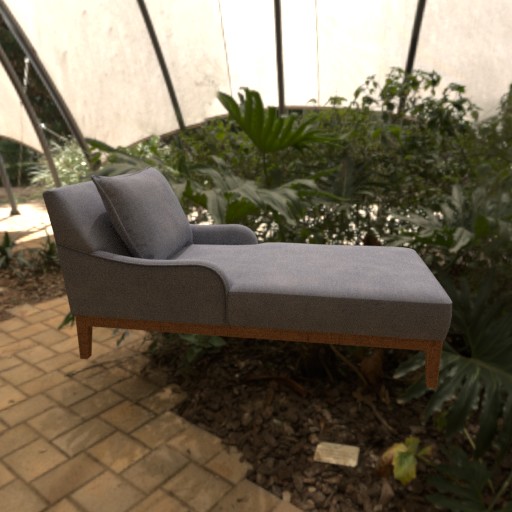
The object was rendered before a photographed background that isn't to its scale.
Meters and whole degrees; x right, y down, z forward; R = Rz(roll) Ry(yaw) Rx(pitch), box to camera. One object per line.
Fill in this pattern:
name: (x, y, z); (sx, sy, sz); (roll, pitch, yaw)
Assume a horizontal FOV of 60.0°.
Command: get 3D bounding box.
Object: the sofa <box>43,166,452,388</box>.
sofa: (0.000, 0.000, 2.338); (1.779, 0.883, 0.904); (2, 16, 9)
